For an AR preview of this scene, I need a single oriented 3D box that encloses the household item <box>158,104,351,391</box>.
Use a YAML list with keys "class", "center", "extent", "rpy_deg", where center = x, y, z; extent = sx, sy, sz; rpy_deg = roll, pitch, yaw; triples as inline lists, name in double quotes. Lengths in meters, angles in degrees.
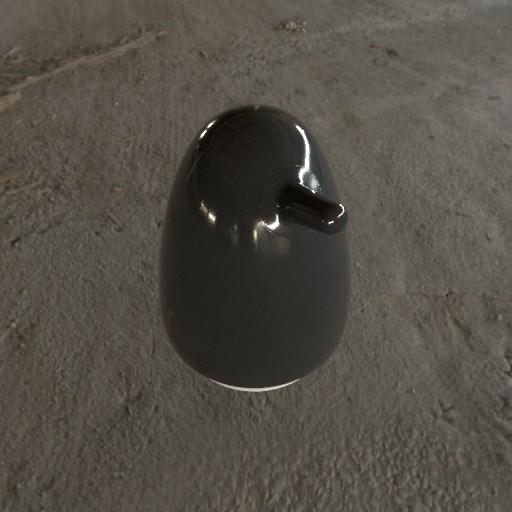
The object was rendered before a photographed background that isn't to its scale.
- class: "household item"
  center: [0.000, 0.000, 0.217]
  extent: [0.102, 0.152, 0.104]
  rpy_deg: [-24, 52, -20]
